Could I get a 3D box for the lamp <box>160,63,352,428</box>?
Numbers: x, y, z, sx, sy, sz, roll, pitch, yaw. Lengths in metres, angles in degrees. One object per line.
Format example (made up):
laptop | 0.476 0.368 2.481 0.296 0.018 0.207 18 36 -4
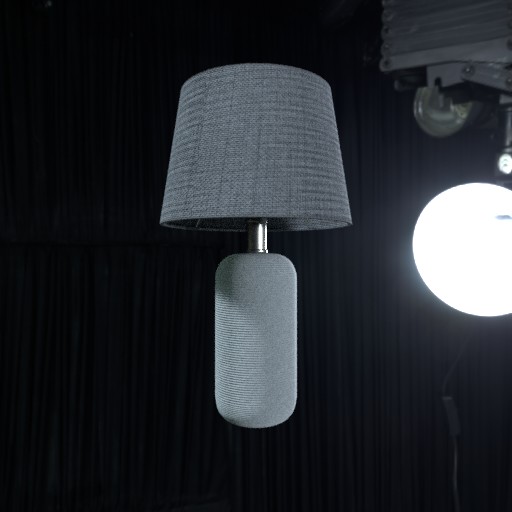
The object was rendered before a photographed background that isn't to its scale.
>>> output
lamp | 0.000 0.000 0.592 0.251 0.429 0.251 0 0 0
